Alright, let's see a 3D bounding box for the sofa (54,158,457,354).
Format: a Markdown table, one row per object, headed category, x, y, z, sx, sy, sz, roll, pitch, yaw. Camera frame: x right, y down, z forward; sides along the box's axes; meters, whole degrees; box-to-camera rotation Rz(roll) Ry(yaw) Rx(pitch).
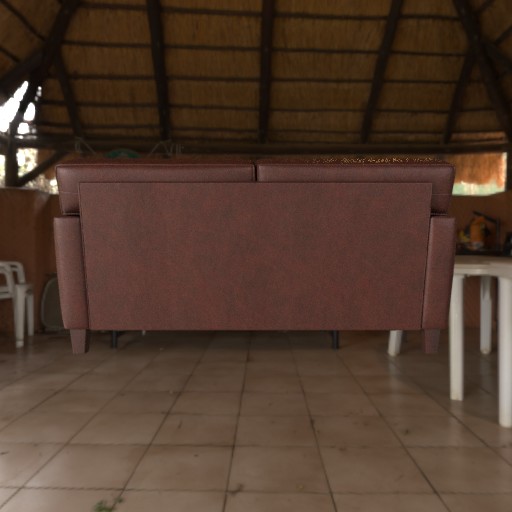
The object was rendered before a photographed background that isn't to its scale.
| category | x | y | z | sx | sy | sz | roll | pitch | yaw |
| --- | --- | --- | --- | --- | --- | --- | --- | --- | --- |
| sofa | 0.000 | 0.000 | 2.398 | 1.876 | 0.928 | 0.912 | 0 | 1 | 0 |
